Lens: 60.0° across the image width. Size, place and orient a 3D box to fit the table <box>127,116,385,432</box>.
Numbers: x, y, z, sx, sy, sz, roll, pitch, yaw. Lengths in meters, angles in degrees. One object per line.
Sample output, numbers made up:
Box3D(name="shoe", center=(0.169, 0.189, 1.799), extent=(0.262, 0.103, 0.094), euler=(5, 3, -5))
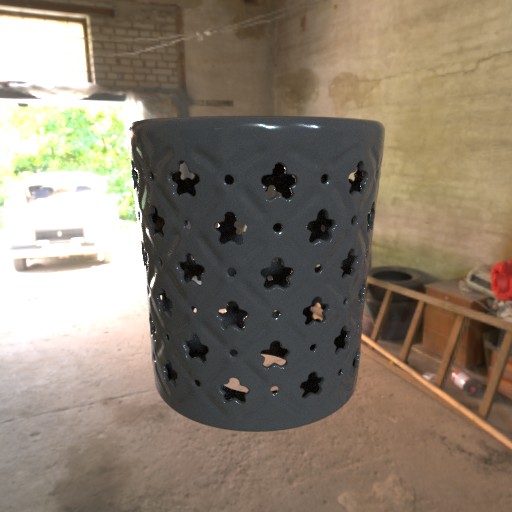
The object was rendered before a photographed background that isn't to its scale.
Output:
Box3D(name="table", center=(0.000, 0.000, 0.666), extent=(0.352, 0.387, 0.352), euler=(0, 14, 0))
